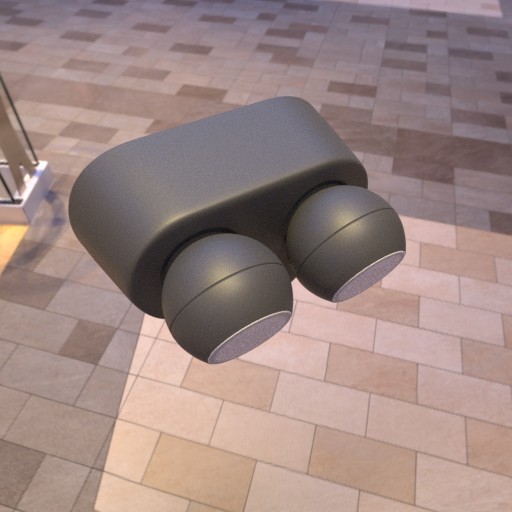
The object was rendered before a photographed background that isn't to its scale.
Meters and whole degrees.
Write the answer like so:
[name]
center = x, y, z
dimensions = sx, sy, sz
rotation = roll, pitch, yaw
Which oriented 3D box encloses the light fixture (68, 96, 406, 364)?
[light fixture]
center = 0.000, 0.000, 0.343
dimensions = 0.229, 0.159, 0.159
rotation = -24, 52, -20
